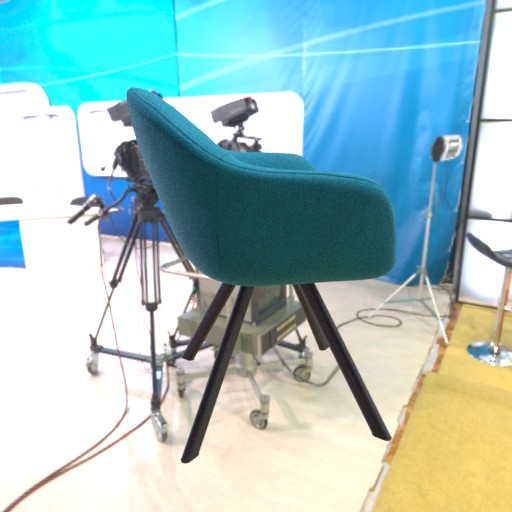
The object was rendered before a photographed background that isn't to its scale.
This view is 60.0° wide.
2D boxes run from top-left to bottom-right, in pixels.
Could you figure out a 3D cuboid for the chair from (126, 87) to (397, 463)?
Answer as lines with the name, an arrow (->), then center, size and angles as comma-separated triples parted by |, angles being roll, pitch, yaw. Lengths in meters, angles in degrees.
chair -> 0.000, 0.000, 1.101 | 0.565, 0.775, 0.545 | -2, 16, -9
